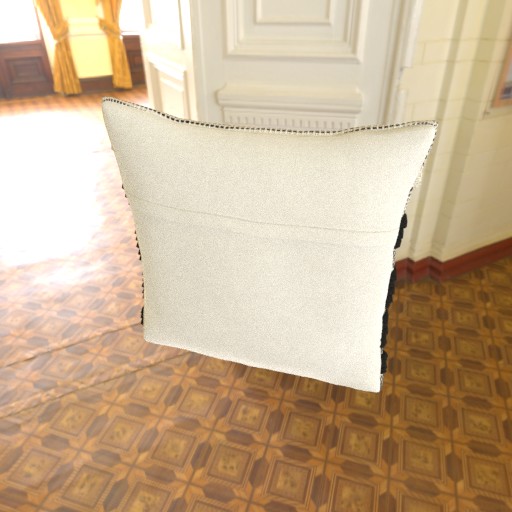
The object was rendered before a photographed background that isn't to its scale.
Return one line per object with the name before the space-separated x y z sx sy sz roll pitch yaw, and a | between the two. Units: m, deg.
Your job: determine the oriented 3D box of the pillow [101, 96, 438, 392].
pillow | 0.000 0.000 0.666 0.436 0.438 0.156 9 33 14
